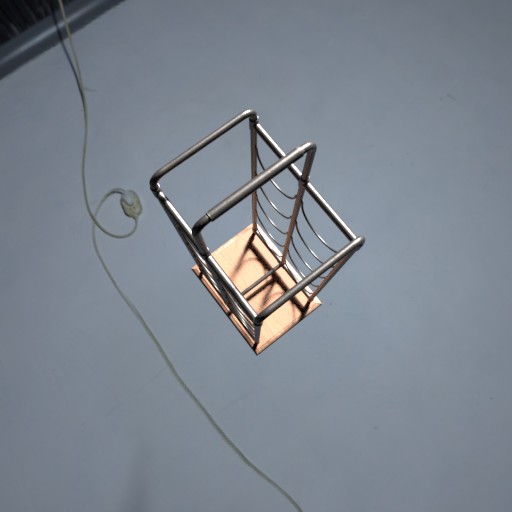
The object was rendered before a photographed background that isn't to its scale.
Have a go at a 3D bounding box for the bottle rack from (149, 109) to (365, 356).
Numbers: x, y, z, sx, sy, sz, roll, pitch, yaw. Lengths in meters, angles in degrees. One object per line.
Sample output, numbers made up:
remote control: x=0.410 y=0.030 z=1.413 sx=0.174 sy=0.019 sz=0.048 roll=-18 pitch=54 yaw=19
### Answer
bottle rack: x=0.000 y=0.000 z=0.808 sx=0.208 sy=0.680 sz=0.276 roll=-37 pitch=79 yaw=-8
